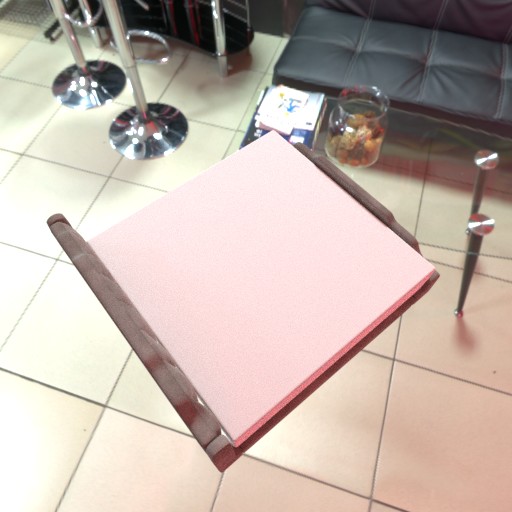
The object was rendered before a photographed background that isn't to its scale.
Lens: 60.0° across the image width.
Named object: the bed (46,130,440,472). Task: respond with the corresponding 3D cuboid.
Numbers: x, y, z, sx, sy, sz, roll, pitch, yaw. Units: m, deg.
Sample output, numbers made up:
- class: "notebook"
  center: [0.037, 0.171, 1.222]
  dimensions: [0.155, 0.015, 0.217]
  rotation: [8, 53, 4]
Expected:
- class: "bed"
  center: [0.000, 0.000, 3.565]
  dimensions: [2.340, 1.245, 2.074]
  rotation: [-35, 65, -19]
